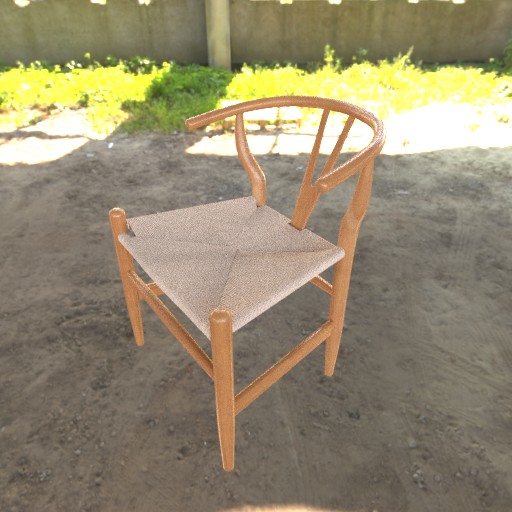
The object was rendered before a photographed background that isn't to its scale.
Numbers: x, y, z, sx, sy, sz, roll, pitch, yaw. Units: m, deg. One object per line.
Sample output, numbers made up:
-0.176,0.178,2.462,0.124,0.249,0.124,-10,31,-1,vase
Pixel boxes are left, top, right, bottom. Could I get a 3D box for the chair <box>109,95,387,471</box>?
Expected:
0.000,0.000,1.184,0.579,0.730,0.569,-21,37,-30,chair
